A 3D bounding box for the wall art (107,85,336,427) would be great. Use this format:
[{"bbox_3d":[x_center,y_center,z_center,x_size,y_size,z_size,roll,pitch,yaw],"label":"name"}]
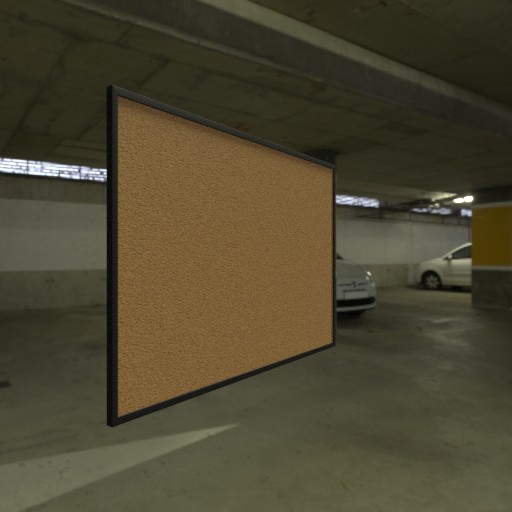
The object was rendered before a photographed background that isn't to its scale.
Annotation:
[{"bbox_3d":[0.000,0.000,0.864,0.013,0.458,0.664,0,0,36],"label":"wall art"}]
